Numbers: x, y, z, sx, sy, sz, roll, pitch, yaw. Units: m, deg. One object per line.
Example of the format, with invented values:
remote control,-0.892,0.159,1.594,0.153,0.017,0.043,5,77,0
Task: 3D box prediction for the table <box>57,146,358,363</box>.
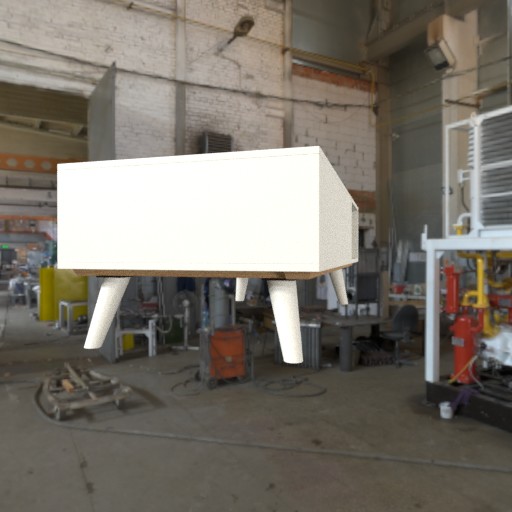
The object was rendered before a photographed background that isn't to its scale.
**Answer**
table,0.000,0.000,1.515,0.609,0.432,1.194,0,0,16
